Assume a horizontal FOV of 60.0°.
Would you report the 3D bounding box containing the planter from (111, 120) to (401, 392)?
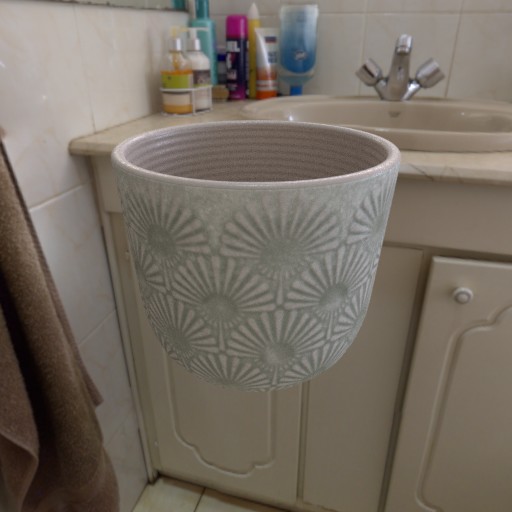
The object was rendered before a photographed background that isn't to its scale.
[{"bbox_3d":[0.000,0.000,0.302,0.170,0.152,0.170,0,26,0],"label":"planter"}]
